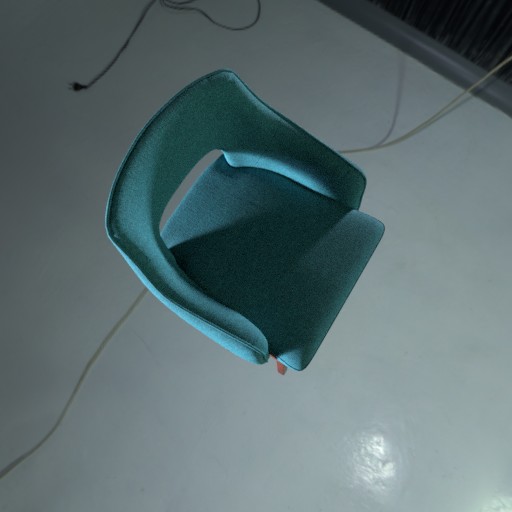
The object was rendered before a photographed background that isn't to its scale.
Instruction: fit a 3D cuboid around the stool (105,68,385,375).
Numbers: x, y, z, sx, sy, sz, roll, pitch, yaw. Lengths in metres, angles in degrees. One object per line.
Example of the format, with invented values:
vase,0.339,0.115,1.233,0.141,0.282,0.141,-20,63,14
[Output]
stool,0.000,0.000,1.312,0.556,0.961,0.548,31,77,8
